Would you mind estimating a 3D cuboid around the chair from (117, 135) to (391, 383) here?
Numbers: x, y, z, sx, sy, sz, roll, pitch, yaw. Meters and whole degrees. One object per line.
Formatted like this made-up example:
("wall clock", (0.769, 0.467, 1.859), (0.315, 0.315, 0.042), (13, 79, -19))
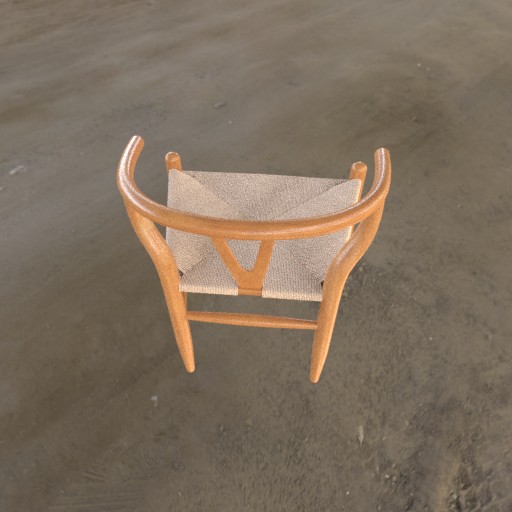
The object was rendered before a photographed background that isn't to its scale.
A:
("chair", (0.000, 0.000, 1.132), (0.569, 0.730, 0.579), (4, 47, 4))
